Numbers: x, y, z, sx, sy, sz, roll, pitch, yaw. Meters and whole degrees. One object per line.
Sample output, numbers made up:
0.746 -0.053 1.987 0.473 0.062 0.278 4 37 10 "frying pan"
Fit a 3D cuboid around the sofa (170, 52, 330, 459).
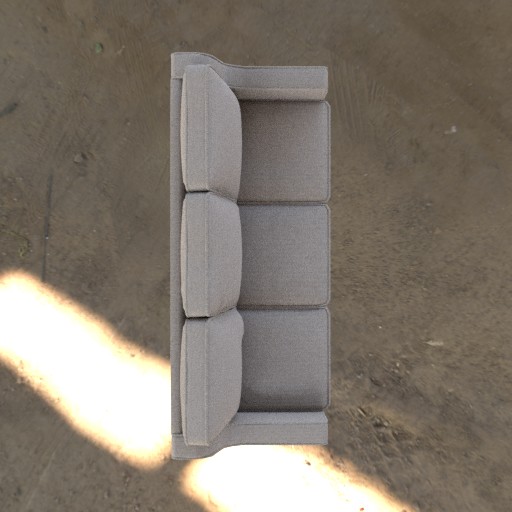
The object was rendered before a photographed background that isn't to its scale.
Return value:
0.000 0.000 2.611 0.899 0.950 2.129 0 90 0 "sofa"
